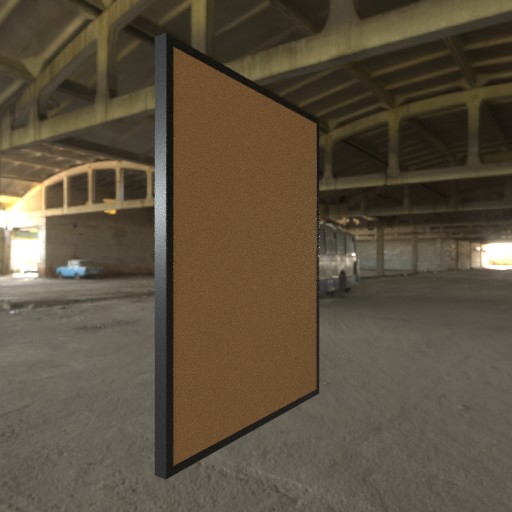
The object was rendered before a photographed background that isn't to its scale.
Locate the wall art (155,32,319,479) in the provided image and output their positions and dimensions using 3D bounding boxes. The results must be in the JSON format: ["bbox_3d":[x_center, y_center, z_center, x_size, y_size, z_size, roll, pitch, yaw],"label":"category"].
[{"bbox_3d":[0.000,0.000,1.392,0.039,1.061,0.804,0,0,35],"label":"wall art"}]
